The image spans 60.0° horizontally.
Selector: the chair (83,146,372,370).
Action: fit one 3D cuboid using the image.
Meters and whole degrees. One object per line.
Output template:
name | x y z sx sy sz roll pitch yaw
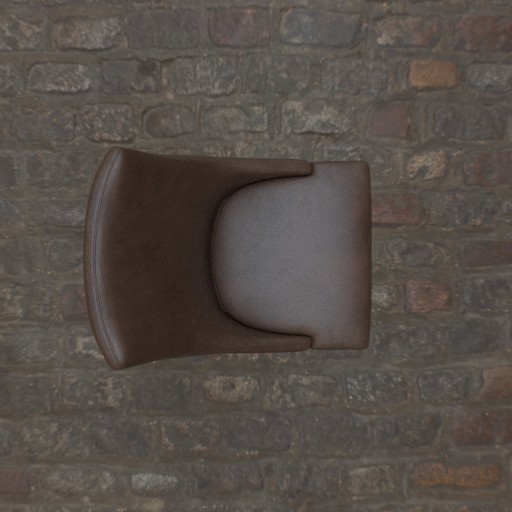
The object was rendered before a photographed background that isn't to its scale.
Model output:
chair | 0.000 0.000 1.518 0.861 0.909 0.701 0 91 -1
